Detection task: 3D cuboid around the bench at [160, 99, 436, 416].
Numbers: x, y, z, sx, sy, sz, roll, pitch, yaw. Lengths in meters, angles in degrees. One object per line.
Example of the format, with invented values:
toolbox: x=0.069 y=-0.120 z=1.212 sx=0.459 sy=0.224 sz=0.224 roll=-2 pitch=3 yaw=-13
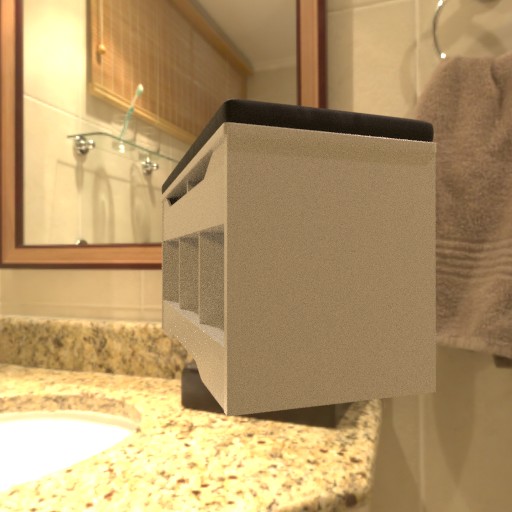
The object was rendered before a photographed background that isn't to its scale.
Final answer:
bench: x=0.000 y=0.000 z=1.171 sx=0.401 sy=0.500 sz=0.899 roll=0 pitch=0 yaw=-18
